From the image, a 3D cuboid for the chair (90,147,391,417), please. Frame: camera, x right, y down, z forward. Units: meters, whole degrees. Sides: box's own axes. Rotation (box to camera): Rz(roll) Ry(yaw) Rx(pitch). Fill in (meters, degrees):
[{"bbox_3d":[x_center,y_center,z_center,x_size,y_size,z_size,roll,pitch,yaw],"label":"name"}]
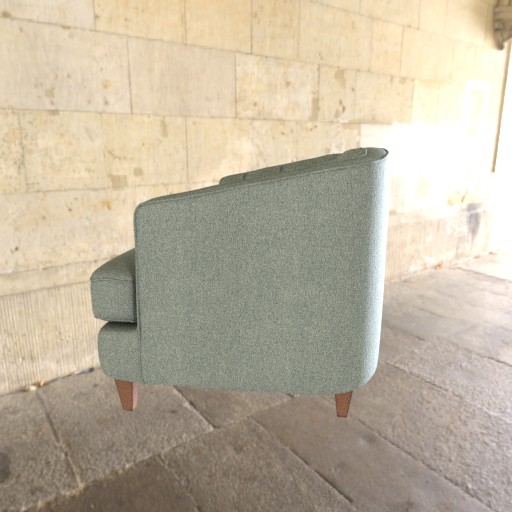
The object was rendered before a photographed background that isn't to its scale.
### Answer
[{"bbox_3d":[0.000,0.000,1.785,0.945,0.852,1.094,2,14,9],"label":"chair"}]
